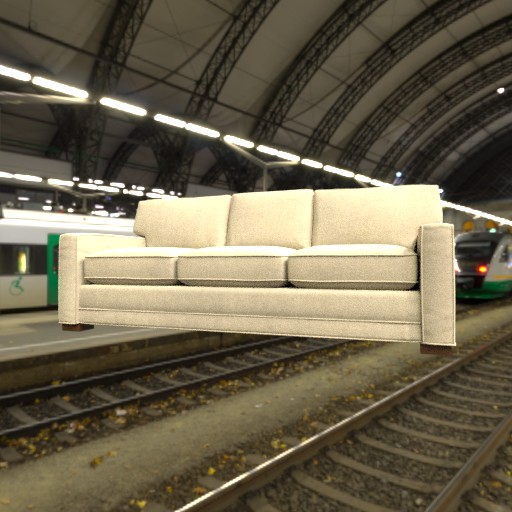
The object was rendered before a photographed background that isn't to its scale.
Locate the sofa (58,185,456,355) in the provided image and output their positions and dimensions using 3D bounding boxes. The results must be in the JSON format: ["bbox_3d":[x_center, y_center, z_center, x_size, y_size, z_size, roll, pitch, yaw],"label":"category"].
[{"bbox_3d":[0.000,0.000,2.624,2.093,0.862,0.936,0,-1,20],"label":"sofa"}]
